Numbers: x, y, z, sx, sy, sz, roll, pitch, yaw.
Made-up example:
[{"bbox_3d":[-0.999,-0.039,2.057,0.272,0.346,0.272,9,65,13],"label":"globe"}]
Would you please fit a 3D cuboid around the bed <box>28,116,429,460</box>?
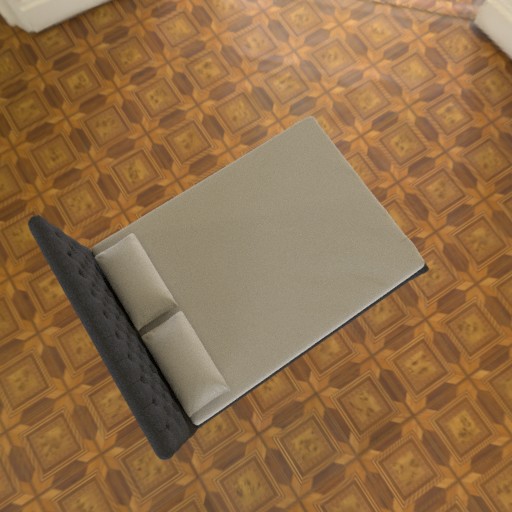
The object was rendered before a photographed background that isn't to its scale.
[{"bbox_3d":[0.000,0.000,3.435,2.387,1.427,1.698,-33,78,-8],"label":"bed"}]
